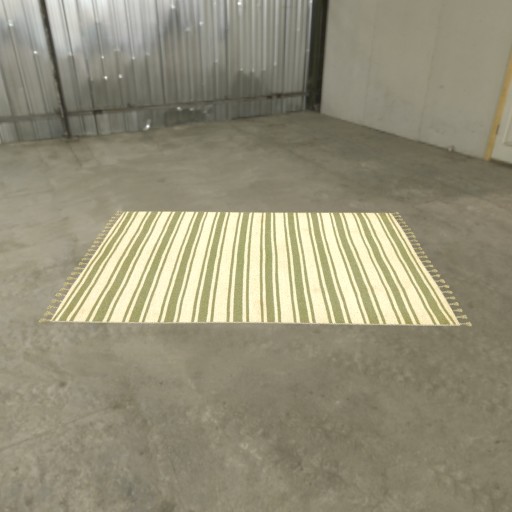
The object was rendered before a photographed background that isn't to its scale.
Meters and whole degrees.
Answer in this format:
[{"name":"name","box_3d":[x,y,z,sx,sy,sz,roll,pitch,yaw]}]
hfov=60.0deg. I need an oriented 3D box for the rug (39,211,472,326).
[{"name":"rug","box_3d":[0.000,0.000,3.129,2.435,0.018,1.540,0,29,1]}]
